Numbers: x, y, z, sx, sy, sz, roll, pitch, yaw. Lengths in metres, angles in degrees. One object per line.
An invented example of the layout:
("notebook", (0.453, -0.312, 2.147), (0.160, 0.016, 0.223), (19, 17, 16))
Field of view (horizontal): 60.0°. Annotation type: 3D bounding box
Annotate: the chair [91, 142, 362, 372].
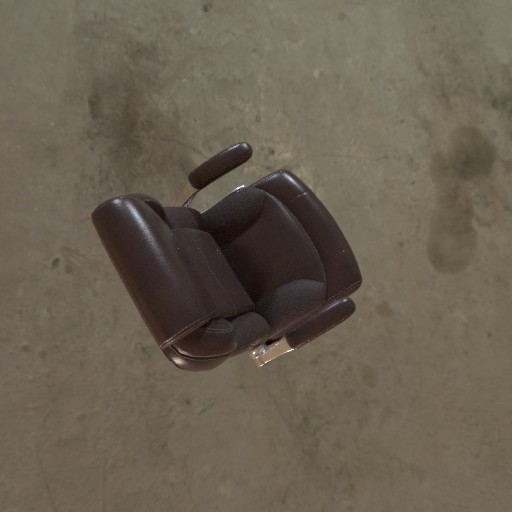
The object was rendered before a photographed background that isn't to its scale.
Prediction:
("chair", (0.000, 0.000, 1.644), (0.774, 1.160, 0.733), (-30, 78, -7))
